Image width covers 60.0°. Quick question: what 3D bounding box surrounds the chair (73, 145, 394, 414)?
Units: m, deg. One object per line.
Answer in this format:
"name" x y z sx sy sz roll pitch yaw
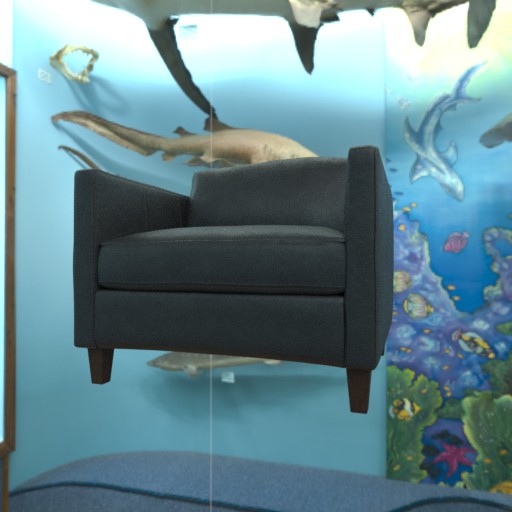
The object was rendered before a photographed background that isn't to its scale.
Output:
"chair" 0.000 0.000 1.617 0.939 0.811 0.862 0 -1 19
